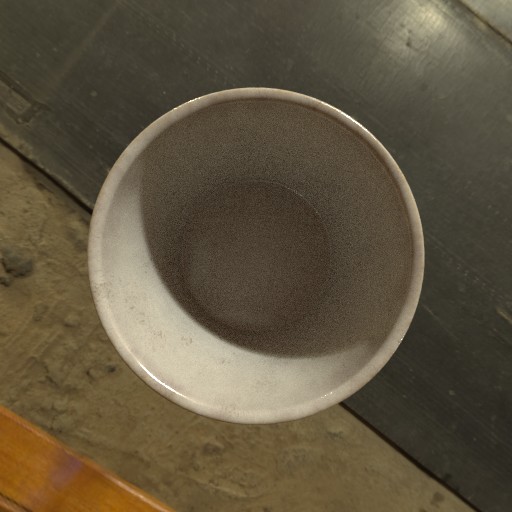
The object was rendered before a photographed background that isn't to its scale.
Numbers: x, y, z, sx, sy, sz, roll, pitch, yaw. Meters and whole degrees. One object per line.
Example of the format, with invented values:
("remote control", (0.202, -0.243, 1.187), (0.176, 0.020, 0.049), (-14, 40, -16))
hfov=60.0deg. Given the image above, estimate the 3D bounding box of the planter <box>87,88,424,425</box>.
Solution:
("planter", (0.000, 0.000, 0.335), (0.193, 0.165, 0.193), (0, 90, 0))
